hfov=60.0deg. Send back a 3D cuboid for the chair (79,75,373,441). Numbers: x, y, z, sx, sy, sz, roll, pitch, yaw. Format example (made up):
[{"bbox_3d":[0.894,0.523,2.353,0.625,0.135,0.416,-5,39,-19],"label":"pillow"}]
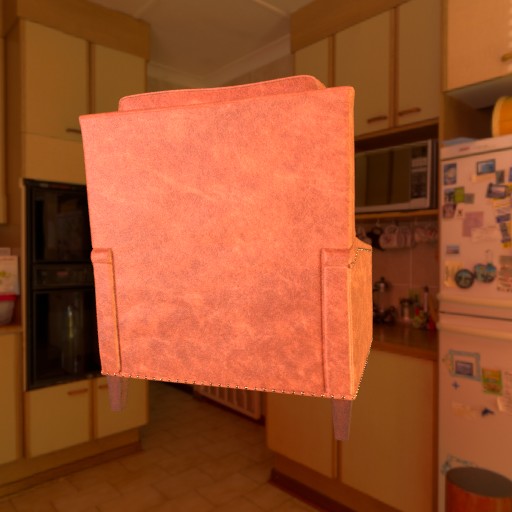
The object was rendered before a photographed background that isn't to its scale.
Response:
[{"bbox_3d":[0.000,0.000,1.755,0.854,1.054,1.035,0,1,18],"label":"chair"}]
